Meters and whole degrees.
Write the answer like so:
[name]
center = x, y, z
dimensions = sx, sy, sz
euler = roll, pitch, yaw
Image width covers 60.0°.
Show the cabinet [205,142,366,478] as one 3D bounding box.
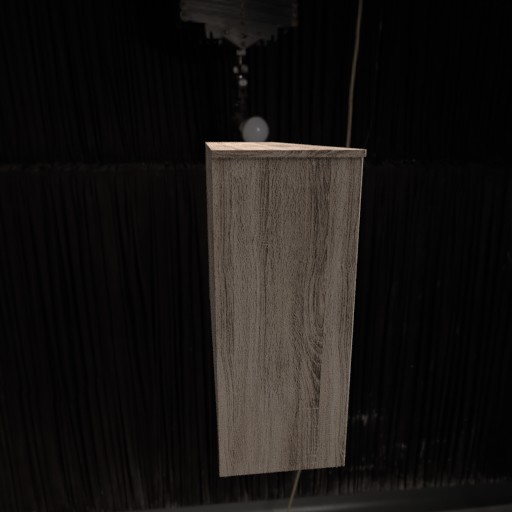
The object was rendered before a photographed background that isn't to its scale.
[cabinet]
center = 0.000, 0.000, 1.846
dimensions = 0.380, 0.900, 1.450
euler = -2, 15, -7
